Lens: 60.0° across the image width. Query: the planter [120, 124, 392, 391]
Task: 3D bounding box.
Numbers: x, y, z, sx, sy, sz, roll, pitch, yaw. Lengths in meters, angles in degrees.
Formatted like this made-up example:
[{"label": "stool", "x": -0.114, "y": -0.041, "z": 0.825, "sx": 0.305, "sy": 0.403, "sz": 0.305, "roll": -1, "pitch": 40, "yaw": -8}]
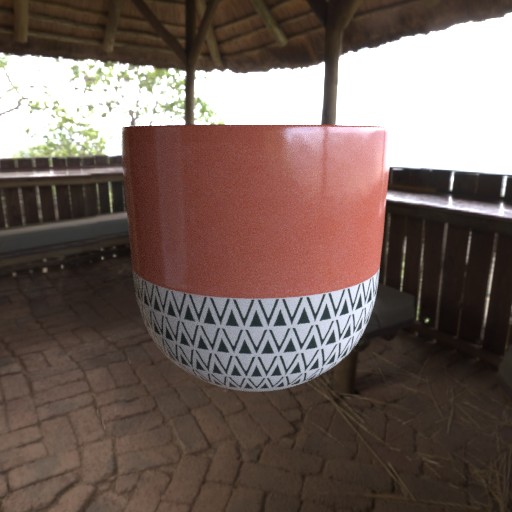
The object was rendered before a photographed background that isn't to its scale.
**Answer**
[{"label": "planter", "x": 0.000, "y": 0.000, "z": 0.485, "sx": 0.266, "sy": 0.270, "sz": 0.266, "roll": 0, "pitch": 15, "yaw": 0}]
